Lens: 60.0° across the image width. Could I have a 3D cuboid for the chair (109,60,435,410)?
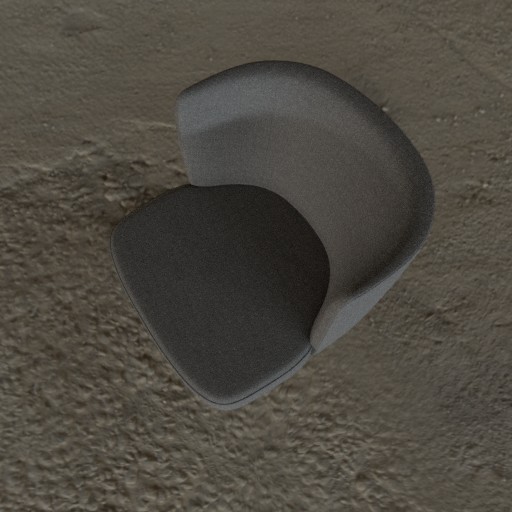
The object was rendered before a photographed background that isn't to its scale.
[{"bbox_3d":[0.000,0.000,1.223,0.698,0.695,0.639,-32,68,-14],"label":"chair"}]
